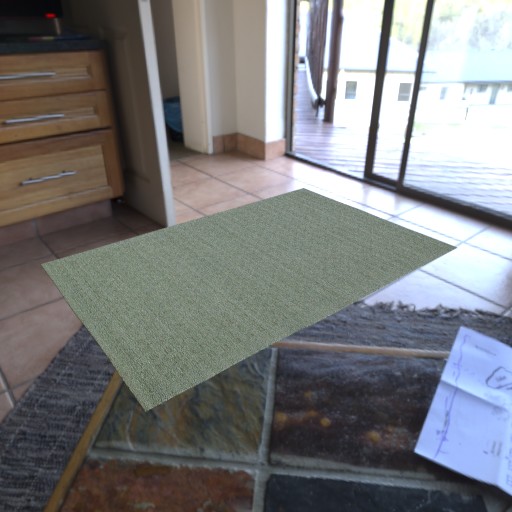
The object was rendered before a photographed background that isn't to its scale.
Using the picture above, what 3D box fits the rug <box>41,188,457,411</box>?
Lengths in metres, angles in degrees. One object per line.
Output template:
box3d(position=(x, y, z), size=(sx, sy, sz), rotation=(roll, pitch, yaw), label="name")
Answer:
box3d(position=(0.000, 0.000, 2.211), size=(1.747, 0.006, 1.143), rotation=(-21, 35, -33), label="rug")
